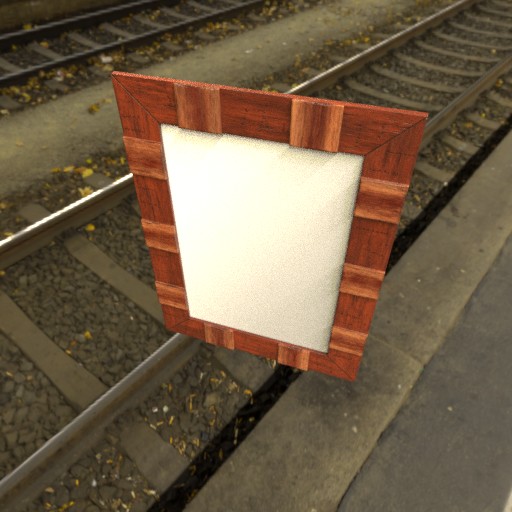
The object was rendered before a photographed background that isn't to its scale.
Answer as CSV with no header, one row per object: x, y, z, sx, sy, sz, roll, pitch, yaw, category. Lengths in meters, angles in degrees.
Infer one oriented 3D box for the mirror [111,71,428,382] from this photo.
0.000,0.000,1.075,0.600,0.805,0.021,13,44,13,mirror
